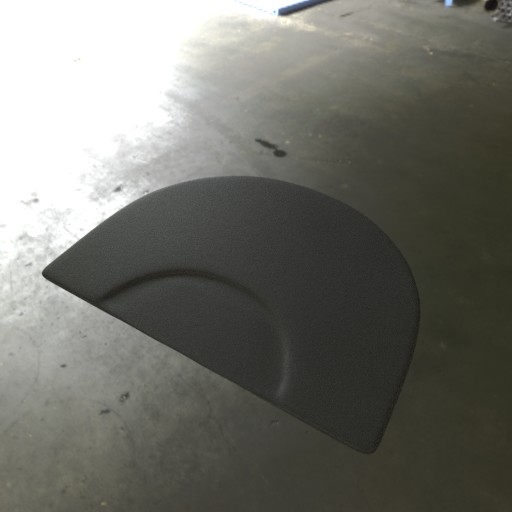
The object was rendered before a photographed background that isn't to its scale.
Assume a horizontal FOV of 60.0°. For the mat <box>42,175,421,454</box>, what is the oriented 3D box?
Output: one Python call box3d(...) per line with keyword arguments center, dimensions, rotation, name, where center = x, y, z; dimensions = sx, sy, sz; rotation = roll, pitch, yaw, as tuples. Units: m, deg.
box3d(center=(0.000, 0.000, 1.589), dimensions=(1.220, 0.016, 0.917), rotation=(23, 50, 21), name="mat")
